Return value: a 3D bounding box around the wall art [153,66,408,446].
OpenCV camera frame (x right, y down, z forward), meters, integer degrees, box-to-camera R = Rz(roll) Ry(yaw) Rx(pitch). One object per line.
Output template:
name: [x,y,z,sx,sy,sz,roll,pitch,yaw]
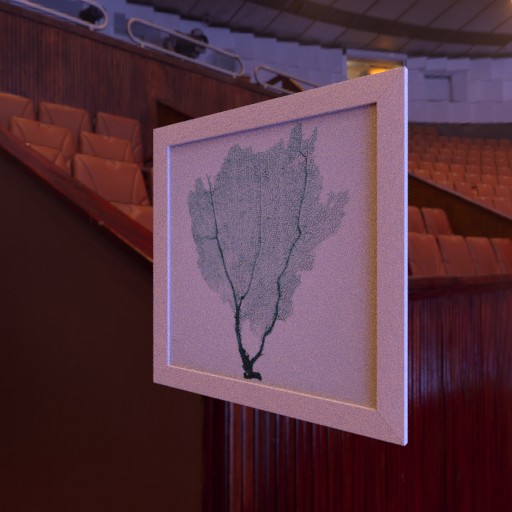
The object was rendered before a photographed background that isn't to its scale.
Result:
wall art: [0.000,0.000,0.848,0.572,0.577,0.015,0,0,36]
